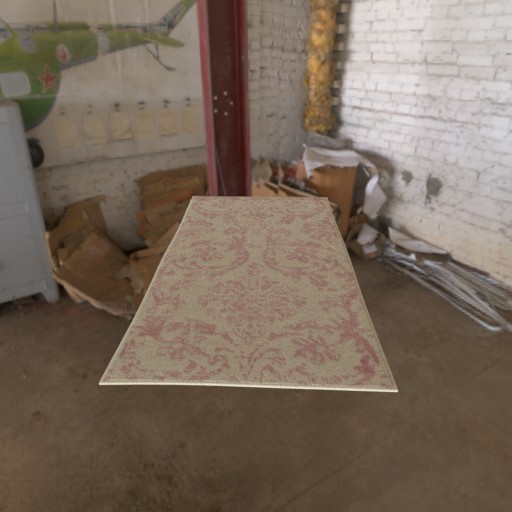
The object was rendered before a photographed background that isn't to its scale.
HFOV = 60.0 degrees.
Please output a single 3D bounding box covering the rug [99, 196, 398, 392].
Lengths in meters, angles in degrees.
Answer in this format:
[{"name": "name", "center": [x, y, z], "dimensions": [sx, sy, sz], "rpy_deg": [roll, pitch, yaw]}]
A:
[{"name": "rug", "center": [0.000, 0.000, 1.438], "dimensions": [0.604, 0.007, 1.219], "rpy_deg": [1, 26, 2]}]
